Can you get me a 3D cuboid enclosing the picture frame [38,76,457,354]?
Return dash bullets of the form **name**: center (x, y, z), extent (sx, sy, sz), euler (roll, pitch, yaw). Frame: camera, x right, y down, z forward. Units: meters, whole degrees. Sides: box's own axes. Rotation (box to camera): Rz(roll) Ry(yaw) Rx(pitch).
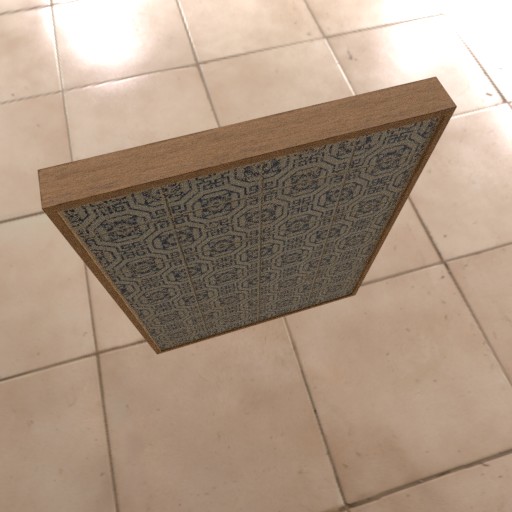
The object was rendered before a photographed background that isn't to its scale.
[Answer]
- **picture frame**: center (0.000, 0.000, 0.675), extent (0.421, 0.526, 0.046), euler (-16, 64, -8)
